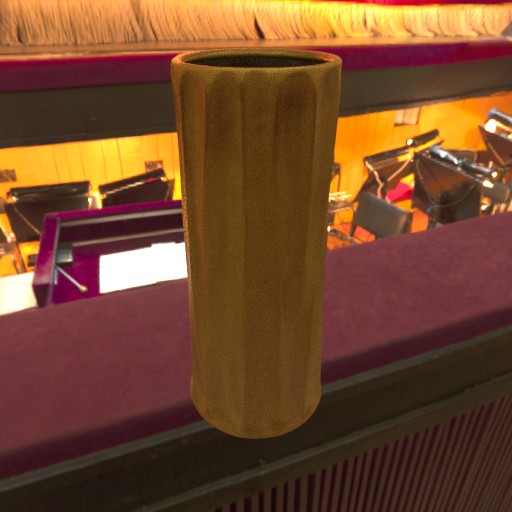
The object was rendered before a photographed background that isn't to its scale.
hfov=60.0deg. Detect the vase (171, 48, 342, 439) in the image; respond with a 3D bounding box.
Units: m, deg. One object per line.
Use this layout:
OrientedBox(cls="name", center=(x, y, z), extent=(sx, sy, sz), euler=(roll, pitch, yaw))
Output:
OrientedBox(cls="vase", center=(0.000, 0.000, 0.173), extent=(0.061, 0.143, 0.061), euler=(0, 31, 0))
